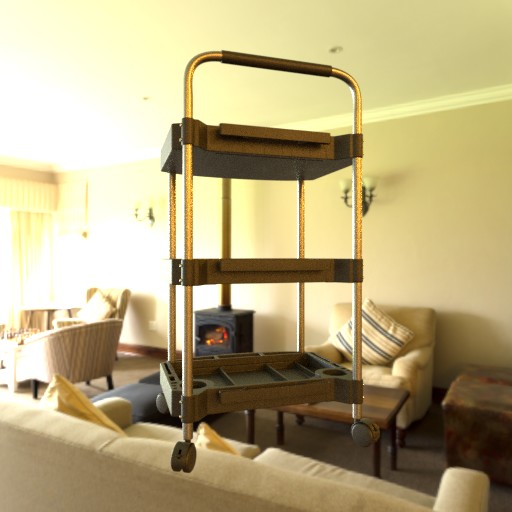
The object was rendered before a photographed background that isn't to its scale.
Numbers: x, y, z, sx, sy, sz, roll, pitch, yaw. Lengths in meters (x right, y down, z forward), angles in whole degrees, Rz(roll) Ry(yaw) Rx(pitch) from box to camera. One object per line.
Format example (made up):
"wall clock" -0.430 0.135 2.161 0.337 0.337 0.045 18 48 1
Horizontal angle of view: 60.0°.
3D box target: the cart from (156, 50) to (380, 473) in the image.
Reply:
"cart" 0.000 0.000 1.395 0.584 1.075 0.518 0 0 -17
